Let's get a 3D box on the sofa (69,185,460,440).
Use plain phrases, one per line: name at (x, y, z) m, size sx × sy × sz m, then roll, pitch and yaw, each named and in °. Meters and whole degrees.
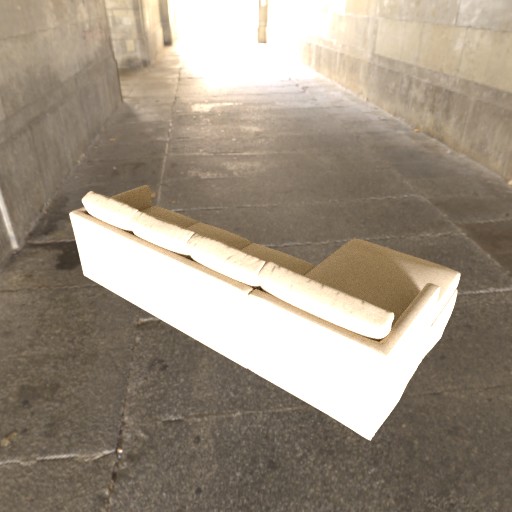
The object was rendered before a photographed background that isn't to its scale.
sofa at (0.000, 0.000, 4.013) m, size 3.205 × 0.922 × 1.650 m, roll 22°, pitch 37°, yaw 32°
